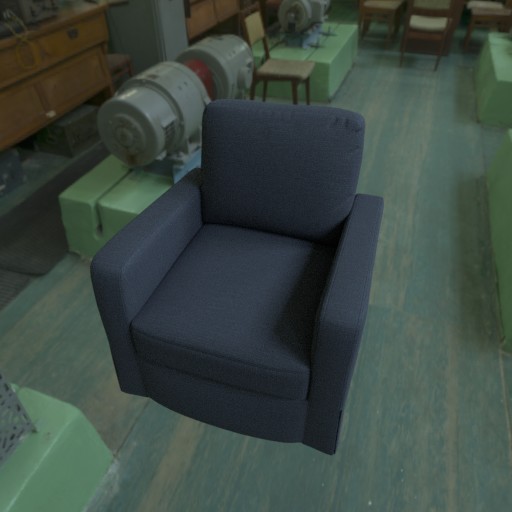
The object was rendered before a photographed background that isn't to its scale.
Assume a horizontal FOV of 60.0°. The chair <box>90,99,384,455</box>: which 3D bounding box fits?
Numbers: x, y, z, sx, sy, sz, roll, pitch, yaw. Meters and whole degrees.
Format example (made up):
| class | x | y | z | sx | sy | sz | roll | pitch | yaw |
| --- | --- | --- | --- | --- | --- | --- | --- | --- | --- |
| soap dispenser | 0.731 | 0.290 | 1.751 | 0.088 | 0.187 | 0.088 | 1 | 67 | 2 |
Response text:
| class | x | y | z | sx | sy | sz | roll | pitch | yaw |
| --- | --- | --- | --- | --- | --- | --- | --- | --- | --- |
| chair | 0.000 | 0.000 | 1.543 | 0.798 | 0.855 | 0.863 | 12 | 41 | 13 |
